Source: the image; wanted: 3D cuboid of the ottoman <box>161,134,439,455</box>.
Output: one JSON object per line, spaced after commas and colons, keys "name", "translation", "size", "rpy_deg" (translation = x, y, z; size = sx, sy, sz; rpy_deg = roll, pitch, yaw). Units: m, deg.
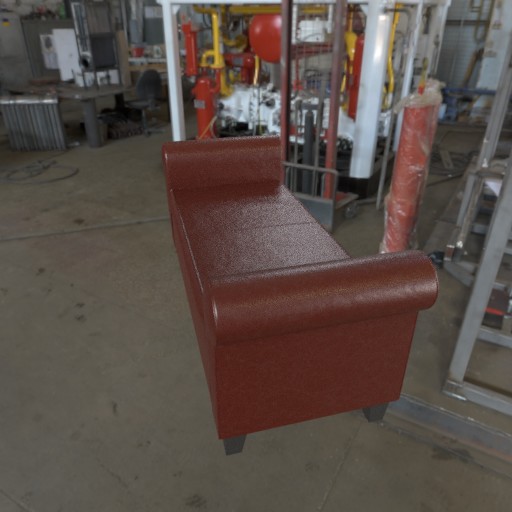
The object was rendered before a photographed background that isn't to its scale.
{"name": "ottoman", "translation": [0.000, 0.000, 1.553], "size": [0.521, 0.547, 1.256], "rpy_deg": [-7, 30, -13]}
